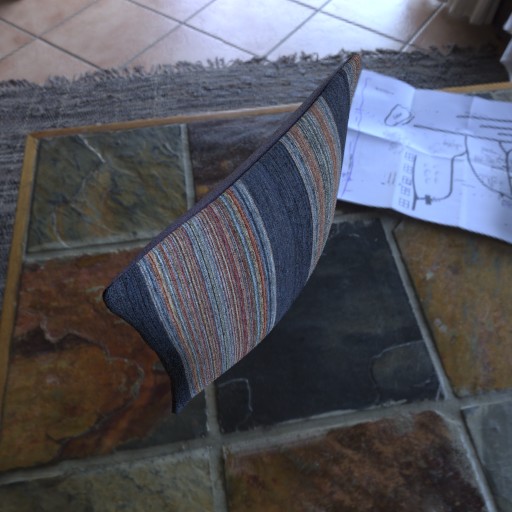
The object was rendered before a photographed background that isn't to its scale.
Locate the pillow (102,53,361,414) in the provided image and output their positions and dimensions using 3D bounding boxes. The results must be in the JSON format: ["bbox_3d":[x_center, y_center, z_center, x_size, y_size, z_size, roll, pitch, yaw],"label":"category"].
[{"bbox_3d":[0.000,0.000,0.635,0.136,0.419,0.437,32,63,19],"label":"pillow"}]
